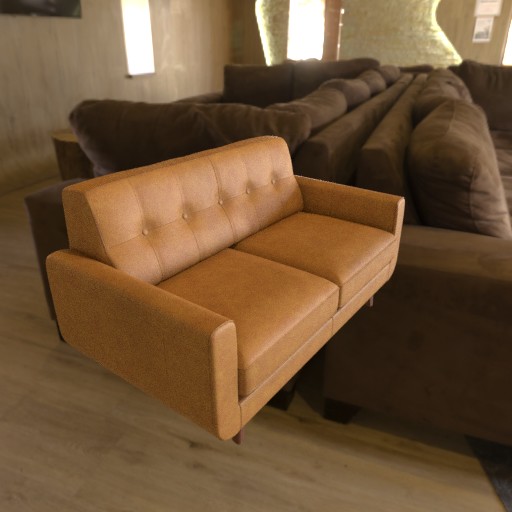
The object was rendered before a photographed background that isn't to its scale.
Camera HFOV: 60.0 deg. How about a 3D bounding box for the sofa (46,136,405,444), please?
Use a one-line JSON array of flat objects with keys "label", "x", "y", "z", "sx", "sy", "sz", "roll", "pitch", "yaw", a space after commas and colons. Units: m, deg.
[{"label": "sofa", "x": 0.000, "y": 0.000, "z": 2.219, "sx": 0.952, "sy": 0.925, "sz": 1.651, "roll": 18, "pitch": 31, "yaw": 33}]
